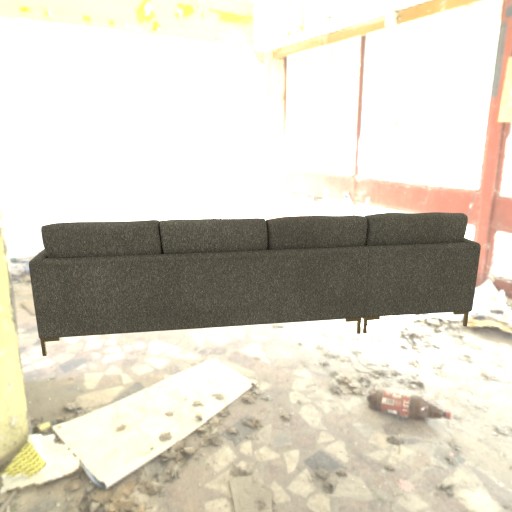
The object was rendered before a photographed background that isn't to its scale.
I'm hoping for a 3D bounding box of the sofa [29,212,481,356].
[{"bbox_3d":[0.000,0.000,3.454,2.932,0.810,1.350,-2,15,-9],"label":"sofa"}]
